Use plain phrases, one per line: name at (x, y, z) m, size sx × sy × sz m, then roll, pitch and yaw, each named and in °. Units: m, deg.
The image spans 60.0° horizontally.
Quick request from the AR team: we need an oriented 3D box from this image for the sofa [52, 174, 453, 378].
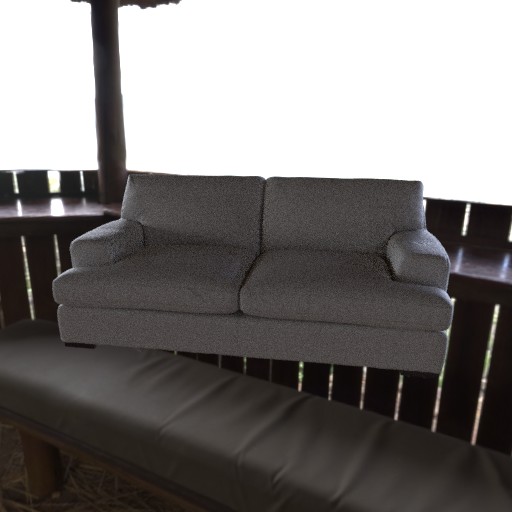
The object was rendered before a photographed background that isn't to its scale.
sofa at (0.000, 0.000, 2.842) m, size 2.261 × 0.940 × 1.143 m, roll 3°, pitch 16°, yaw 9°
